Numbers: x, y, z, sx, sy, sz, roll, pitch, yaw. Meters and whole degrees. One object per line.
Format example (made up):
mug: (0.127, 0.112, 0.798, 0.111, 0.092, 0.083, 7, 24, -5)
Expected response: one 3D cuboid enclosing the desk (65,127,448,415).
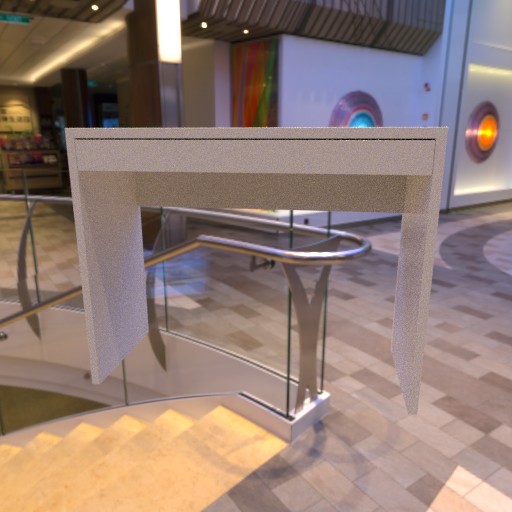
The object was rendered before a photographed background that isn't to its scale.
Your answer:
desk: (0.000, 0.000, 1.433, 1.000, 0.790, 0.400, 2, 15, 9)
